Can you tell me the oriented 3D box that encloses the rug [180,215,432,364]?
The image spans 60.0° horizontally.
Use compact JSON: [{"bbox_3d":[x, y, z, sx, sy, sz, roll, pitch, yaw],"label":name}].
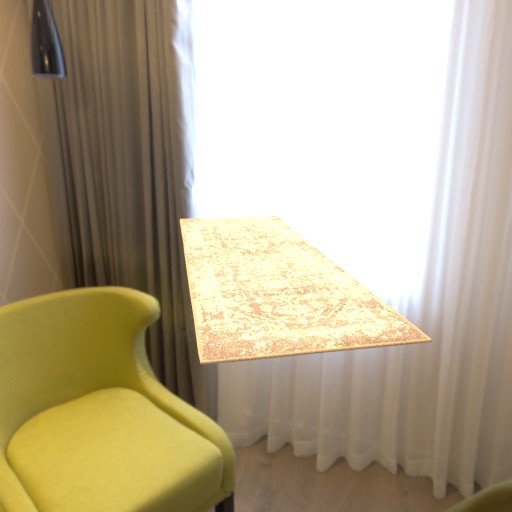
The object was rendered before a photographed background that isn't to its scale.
[{"bbox_3d":[0.000,0.000,2.702,0.855,0.017,2.452,-3,16,-11],"label":"rug"}]
